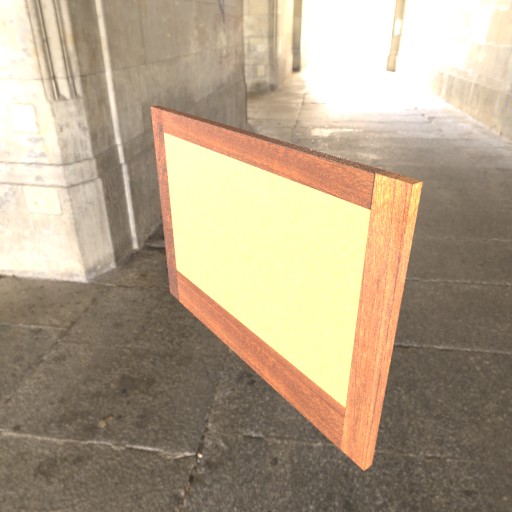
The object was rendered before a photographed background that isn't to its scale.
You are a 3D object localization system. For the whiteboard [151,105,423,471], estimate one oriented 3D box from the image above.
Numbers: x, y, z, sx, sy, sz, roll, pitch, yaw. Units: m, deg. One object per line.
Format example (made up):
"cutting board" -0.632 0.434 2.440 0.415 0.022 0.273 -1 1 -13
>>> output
"whiteboard" 0.000 0.000 1.001 0.083 0.559 0.783 -19 33 -32
